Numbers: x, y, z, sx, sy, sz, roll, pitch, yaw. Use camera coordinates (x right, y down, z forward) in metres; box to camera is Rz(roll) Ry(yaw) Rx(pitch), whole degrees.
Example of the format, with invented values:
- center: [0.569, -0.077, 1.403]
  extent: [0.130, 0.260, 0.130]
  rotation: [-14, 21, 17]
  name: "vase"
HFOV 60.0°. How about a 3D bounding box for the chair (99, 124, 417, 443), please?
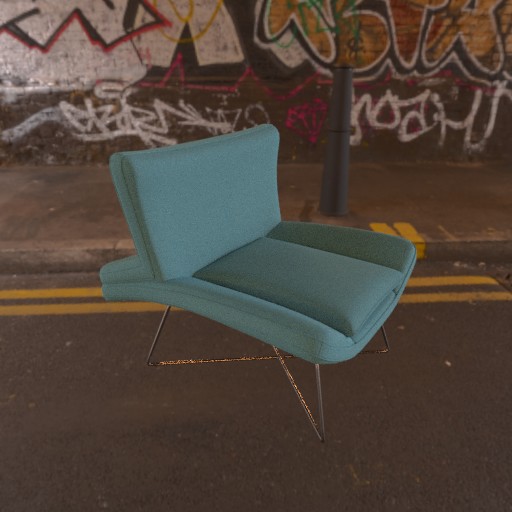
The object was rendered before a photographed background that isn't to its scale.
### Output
- center: [0.000, 0.000, 1.690]
  extent: [1.008, 0.855, 0.859]
  rotation: [16, 28, 32]
  name: "chair"
